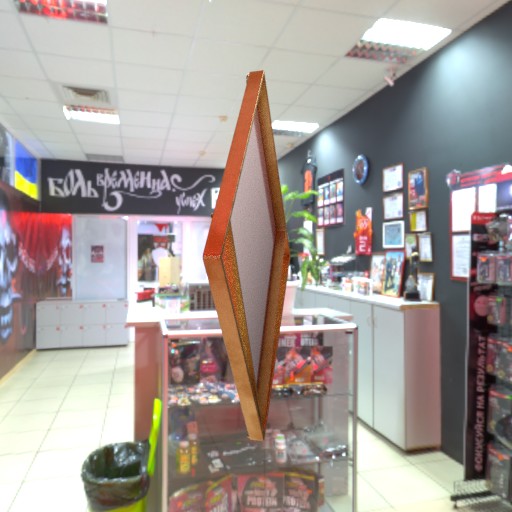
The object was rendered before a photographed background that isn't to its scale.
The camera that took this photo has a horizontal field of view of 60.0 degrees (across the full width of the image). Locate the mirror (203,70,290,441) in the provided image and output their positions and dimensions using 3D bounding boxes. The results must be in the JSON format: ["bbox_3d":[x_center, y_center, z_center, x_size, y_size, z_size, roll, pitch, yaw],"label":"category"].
[{"bbox_3d":[0.000,0.000,0.816,0.032,0.679,0.419,0,0,18],"label":"mirror"}]
